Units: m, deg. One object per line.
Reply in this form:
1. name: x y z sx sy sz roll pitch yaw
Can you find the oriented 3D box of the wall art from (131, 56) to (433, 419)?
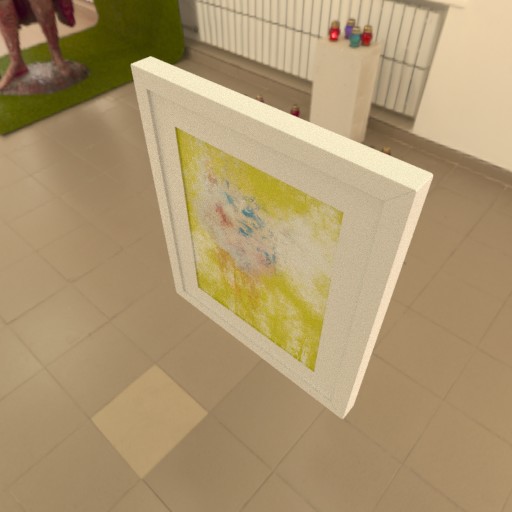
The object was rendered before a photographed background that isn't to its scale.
1. wall art: 0.000 0.000 0.537 0.331 0.381 0.028 32 54 27
